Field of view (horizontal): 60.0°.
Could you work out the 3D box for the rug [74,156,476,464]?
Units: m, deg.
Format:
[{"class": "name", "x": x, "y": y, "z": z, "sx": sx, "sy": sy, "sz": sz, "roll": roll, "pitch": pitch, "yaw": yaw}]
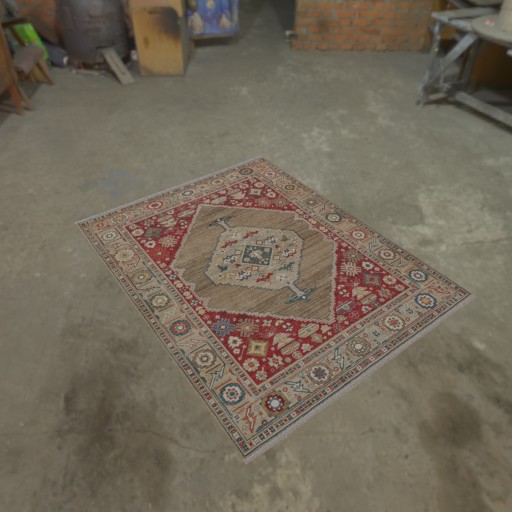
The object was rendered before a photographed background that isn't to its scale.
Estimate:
[{"class": "rug", "x": 0.000, "y": 0.000, "z": 4.258, "sx": 2.451, "sy": 0.008, "sz": 3.143, "roll": -26, "pitch": 47, "yaw": -27}]
